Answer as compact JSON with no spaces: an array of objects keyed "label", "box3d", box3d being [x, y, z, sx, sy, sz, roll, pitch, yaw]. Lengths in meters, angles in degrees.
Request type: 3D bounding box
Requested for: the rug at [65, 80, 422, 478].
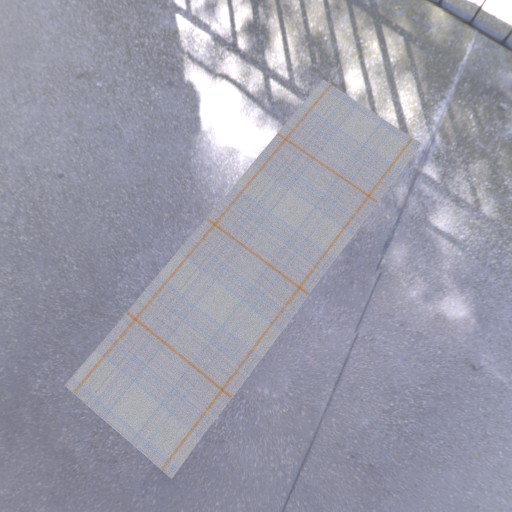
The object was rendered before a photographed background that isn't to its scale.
[{"label":"rug","box3d":[0.000,0.000,2.616,0.770,0.016,2.442,37,78,9]}]
